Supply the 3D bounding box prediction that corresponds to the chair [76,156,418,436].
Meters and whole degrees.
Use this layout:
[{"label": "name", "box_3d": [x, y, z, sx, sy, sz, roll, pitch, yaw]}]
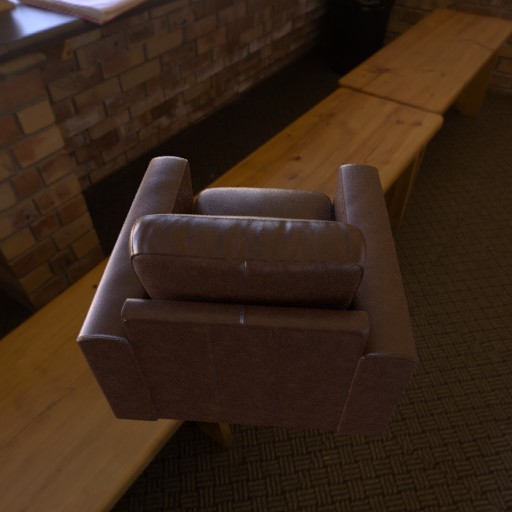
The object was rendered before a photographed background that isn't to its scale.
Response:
[{"label": "chair", "box_3d": [0.000, 0.000, 1.715, 1.005, 0.873, 1.016, 3, 46, 3]}]
